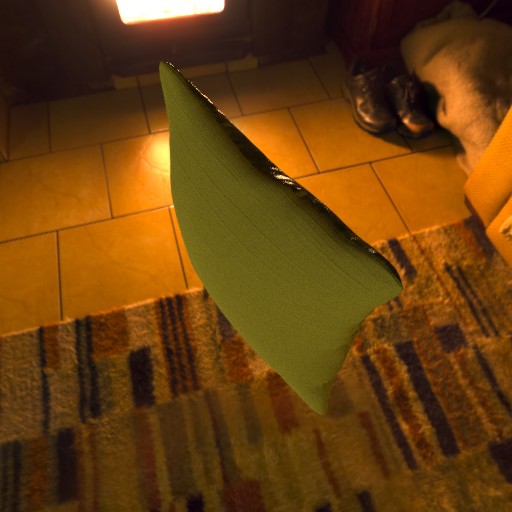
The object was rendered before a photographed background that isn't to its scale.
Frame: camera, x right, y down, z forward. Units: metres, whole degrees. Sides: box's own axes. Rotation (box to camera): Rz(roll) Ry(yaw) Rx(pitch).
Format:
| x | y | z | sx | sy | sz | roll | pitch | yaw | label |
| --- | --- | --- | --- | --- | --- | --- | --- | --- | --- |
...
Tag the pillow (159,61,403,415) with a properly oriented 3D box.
| x | y | z | sx | sy | sz | roll | pitch | yaw | label |
| --- | --- | --- | --- | --- | --- | --- | --- | --- | --- |
| 0.000 | 0.000 | 0.725 | 0.175 | 0.464 | 0.470 | -31 | 63 | -18 | pillow |
